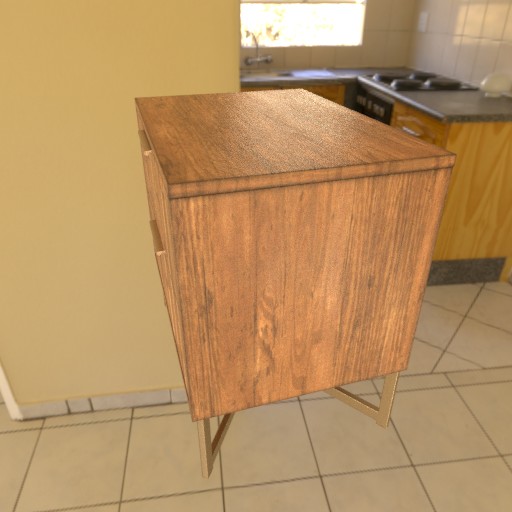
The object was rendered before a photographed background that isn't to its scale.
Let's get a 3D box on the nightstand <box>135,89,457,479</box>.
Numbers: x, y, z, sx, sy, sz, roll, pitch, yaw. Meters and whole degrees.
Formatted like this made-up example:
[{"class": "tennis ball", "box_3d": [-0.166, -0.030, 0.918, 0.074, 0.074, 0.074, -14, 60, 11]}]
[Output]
[{"class": "nightstand", "box_3d": [0.000, 0.000, 1.012, 0.446, 0.610, 0.610, -9, 31, -15]}]
